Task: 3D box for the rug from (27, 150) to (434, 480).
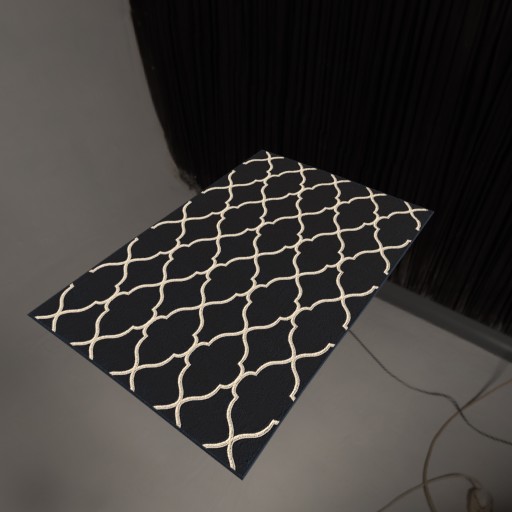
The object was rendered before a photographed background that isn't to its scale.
[{"bbox_3d":[0.000,0.000,2.843,1.528,0.014,2.294,26,48,26],"label":"rug"}]
